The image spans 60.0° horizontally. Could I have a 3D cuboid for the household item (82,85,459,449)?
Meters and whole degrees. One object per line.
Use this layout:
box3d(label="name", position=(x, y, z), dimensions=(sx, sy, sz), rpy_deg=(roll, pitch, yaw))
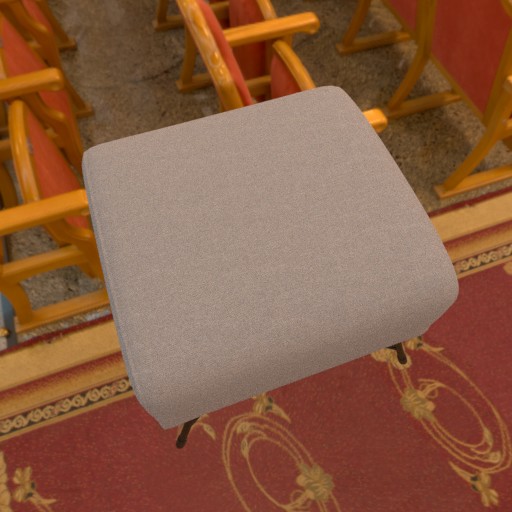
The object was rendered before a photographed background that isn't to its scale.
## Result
box3d(label="household item", position=(0.000, 0.000, 0.875), dimensions=(0.530, 0.410, 0.530), rpy_deg=(-18, 64, -9))
